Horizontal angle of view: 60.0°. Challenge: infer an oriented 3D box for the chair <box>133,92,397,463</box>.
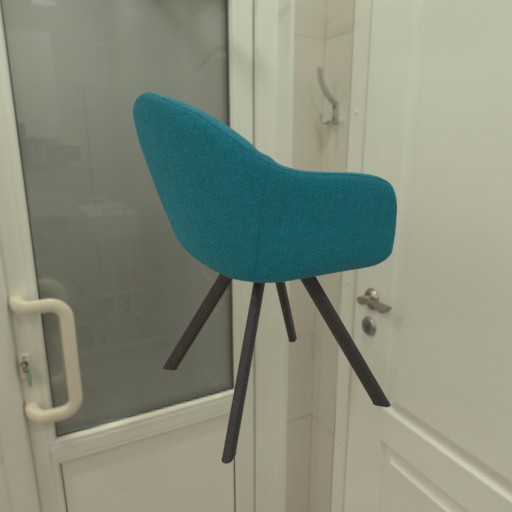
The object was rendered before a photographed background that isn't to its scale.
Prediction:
[{"bbox_3d":[0.000,0.000,1.155,0.565,0.775,0.545,-7,16,-26],"label":"chair"}]
